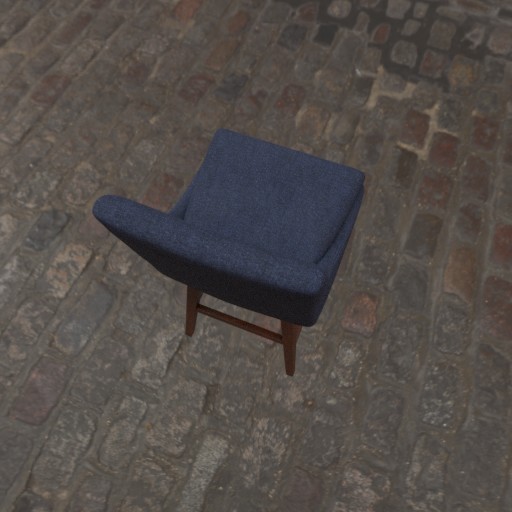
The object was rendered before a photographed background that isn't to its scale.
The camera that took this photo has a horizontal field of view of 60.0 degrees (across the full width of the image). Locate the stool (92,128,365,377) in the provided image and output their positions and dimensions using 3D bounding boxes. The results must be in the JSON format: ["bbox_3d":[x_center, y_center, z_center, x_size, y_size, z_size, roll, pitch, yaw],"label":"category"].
[{"bbox_3d":[0.000,0.000,1.340,0.489,1.068,0.572,19,65,9],"label":"stool"}]
